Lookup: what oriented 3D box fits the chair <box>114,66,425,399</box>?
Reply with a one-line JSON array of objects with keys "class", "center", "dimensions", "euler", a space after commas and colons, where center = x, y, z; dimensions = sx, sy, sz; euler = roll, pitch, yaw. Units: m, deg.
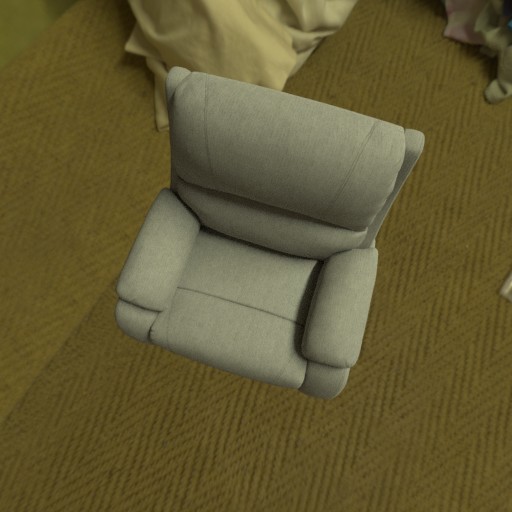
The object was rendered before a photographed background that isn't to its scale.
[{"class": "chair", "center": [0.000, 0.000, 1.718], "dimensions": [0.930, 1.011, 0.899], "euler": [17, 76, 4]}]
